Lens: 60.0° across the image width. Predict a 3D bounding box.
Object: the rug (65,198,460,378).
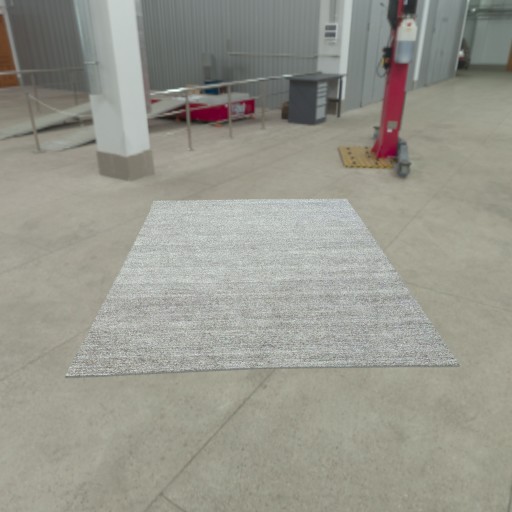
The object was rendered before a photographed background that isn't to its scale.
[{"bbox_3d":[0.000,0.000,4.140,2.434,0.045,3.202,-1,26,-2],"label":"rug"}]
